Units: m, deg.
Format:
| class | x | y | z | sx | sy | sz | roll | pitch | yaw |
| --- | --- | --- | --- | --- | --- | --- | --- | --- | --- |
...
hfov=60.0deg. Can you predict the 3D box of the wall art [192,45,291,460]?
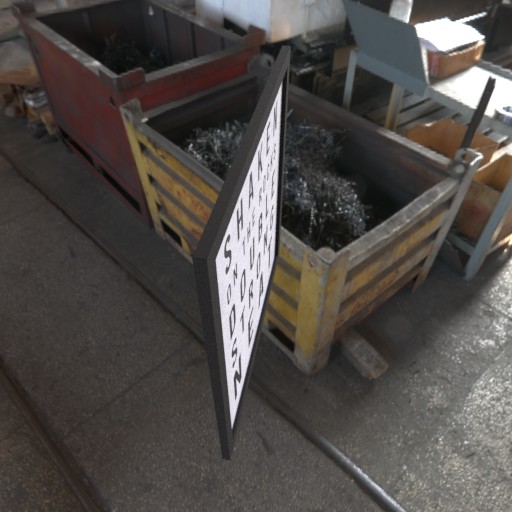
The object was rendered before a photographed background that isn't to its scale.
| class | x | y | z | sx | sy | sz | roll | pitch | yaw |
| --- | --- | --- | --- | --- | --- | --- | --- | --- | --- |
| wall art | 0.000 | 0.000 | 0.684 | 0.013 | 0.458 | 0.456 | 9 | 47 | 8 |
